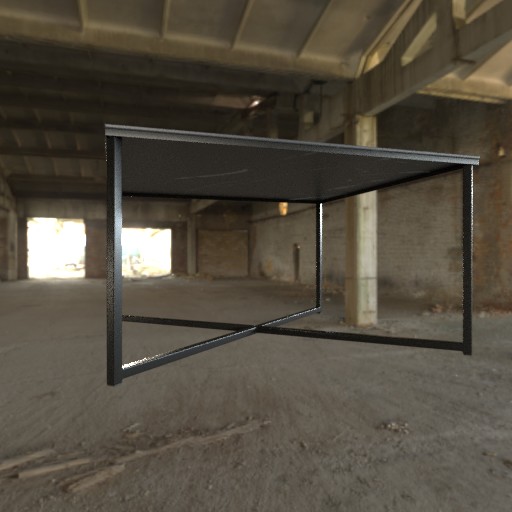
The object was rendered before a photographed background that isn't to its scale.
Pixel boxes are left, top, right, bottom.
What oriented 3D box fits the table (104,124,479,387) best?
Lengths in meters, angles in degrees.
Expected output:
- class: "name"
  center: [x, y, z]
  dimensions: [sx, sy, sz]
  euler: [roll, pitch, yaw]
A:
- class: "table"
  center: [0.000, 0.000, 1.256]
  dimensions: [0.800, 0.450, 0.800]
  euler: [0, 0, -18]
